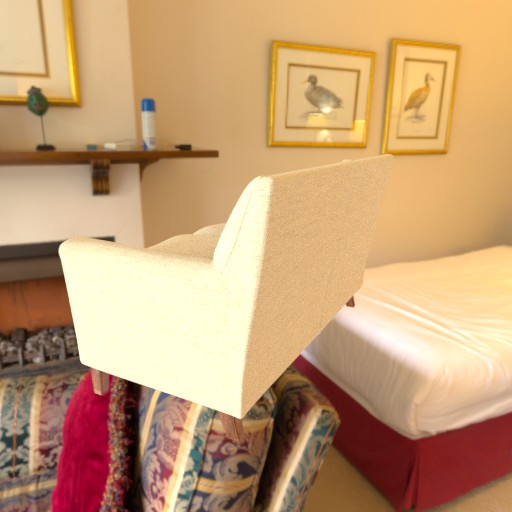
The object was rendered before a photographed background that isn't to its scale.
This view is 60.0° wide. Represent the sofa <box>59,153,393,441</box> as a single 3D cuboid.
[{"bbox_3d":[0.000,0.000,2.051,0.891,0.892,1.482,8,17,27],"label":"sofa"}]
